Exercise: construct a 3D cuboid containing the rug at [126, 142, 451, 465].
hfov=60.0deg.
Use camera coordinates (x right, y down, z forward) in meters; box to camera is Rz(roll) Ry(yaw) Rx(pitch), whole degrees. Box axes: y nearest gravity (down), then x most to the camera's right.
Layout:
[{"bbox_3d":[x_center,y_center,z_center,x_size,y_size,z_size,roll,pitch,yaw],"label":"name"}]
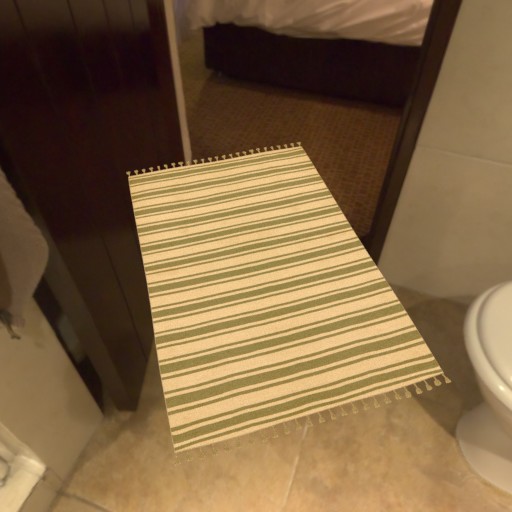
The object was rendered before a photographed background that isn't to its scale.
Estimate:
[{"bbox_3d":[0.000,0.000,3.071,1.540,0.018,2.435,-12,49,-11],"label":"rug"}]
